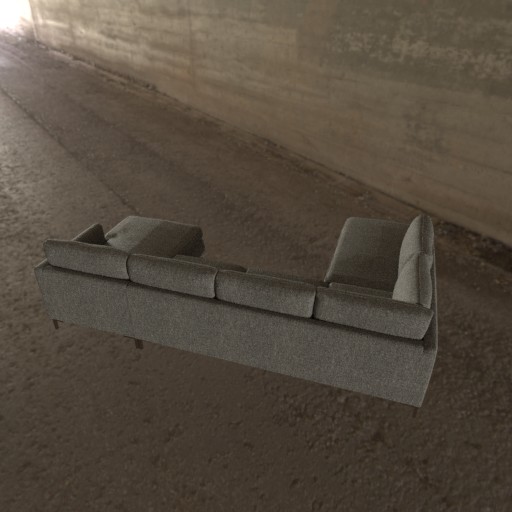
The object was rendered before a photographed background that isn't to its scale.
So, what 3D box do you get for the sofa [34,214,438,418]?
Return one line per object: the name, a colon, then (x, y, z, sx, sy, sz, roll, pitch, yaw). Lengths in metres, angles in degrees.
sofa: (0.000, 0.000, 3.598, 2.737, 0.756, 1.879, 10, 33, 15)
